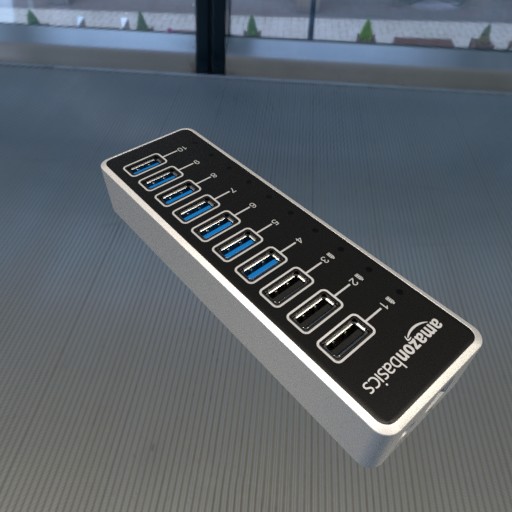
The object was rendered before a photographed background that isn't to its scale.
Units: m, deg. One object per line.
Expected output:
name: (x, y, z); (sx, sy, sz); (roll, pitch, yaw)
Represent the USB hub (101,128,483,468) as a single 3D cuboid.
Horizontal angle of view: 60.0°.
USB hub: (0.000, 0.000, 0.157); (0.044, 0.023, 0.145); (-32, 54, -26)
